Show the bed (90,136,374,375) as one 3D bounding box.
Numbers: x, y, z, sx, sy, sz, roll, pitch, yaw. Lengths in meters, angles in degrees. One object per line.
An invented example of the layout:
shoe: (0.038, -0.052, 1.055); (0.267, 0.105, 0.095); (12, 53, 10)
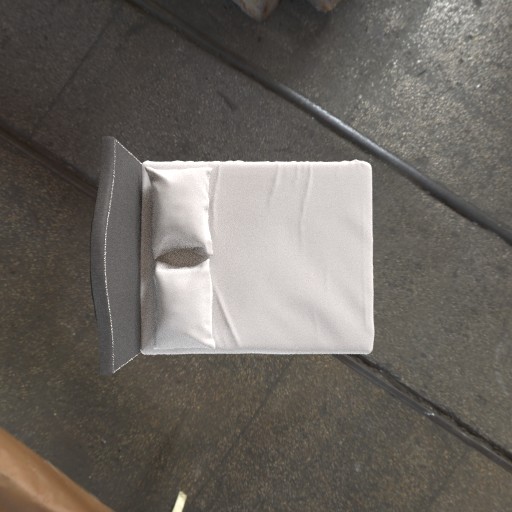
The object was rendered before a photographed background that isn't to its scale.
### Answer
bed: (0.000, 0.000, 3.560); (2.221, 1.645, 1.876); (0, 89, 0)
